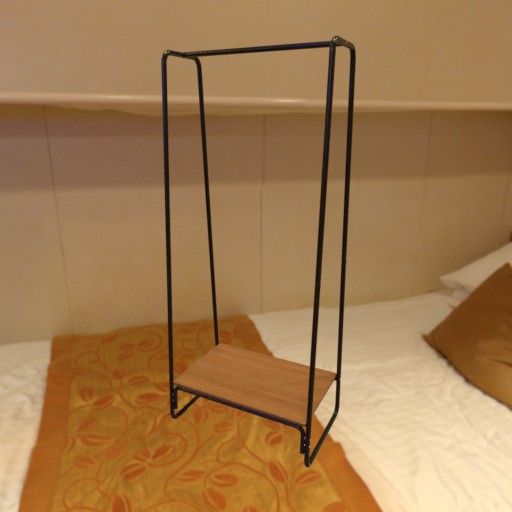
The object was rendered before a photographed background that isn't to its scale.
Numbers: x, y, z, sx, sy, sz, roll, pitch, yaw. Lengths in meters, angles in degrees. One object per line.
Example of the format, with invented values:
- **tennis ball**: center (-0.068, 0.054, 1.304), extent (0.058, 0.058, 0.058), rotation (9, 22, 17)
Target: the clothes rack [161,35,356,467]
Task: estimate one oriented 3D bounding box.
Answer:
- **clothes rack**: center (0.000, 0.000, 1.739), extent (0.640, 1.500, 0.400), rotation (9, 19, 26)
